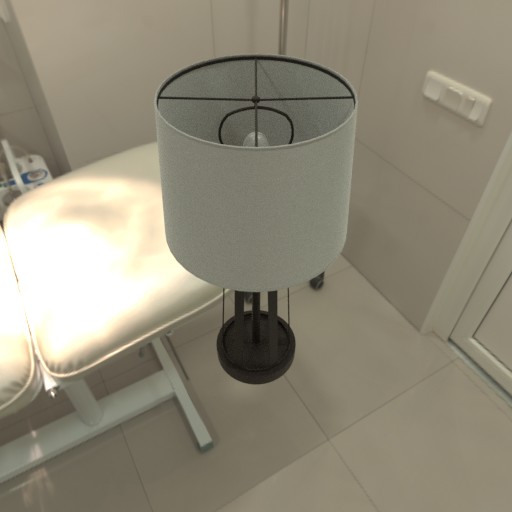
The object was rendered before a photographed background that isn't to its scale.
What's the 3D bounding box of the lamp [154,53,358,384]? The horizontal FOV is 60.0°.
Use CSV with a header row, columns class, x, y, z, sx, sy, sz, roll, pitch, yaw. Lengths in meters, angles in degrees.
class,x,y,z,sx,sy,sz,roll,pitch,yaw
lamp,0.000,0.000,0.666,0.251,0.509,0.251,0,46,0
